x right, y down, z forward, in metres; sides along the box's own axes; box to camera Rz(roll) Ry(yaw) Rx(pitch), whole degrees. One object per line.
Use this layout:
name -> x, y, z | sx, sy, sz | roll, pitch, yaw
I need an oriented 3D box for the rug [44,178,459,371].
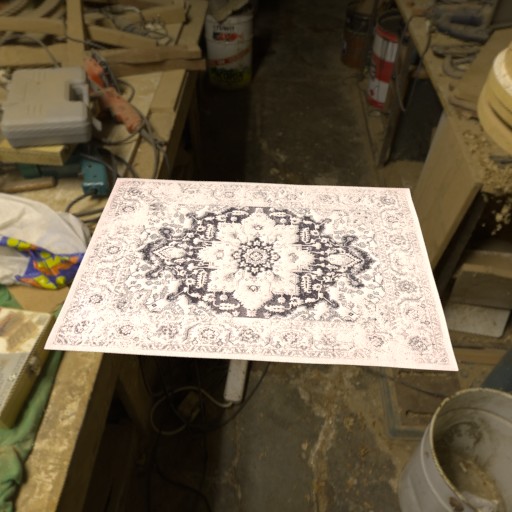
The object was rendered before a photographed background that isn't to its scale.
rug -> 0.000, 0.000, 2.334 | 1.813, 0.008, 1.223 | 2, 48, 2
